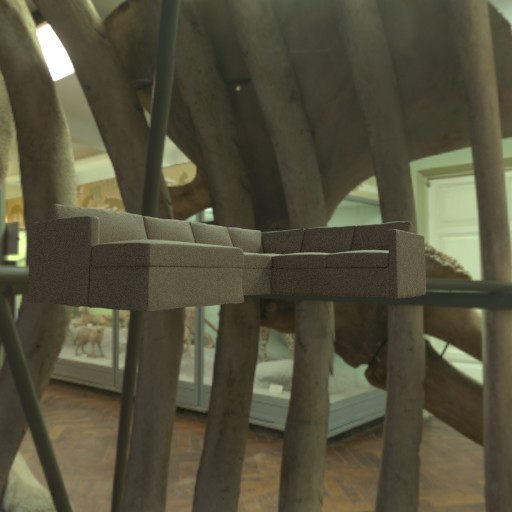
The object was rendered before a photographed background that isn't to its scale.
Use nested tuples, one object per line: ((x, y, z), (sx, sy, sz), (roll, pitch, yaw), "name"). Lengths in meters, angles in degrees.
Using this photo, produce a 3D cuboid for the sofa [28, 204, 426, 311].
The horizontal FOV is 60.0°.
((0.000, 0.000, 4.574), (2.476, 0.878, 3.528), (-2, -3, 36), "sofa")
